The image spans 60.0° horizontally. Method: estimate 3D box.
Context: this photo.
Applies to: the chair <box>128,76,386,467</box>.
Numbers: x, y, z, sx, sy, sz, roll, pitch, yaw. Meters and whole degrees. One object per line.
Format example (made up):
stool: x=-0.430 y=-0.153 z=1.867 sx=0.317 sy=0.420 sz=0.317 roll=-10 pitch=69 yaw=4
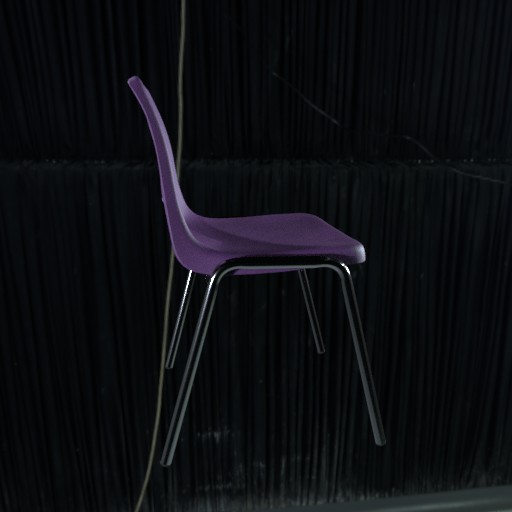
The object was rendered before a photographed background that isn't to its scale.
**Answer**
chair: x=0.000 y=0.000 z=0.883 sx=0.432 sy=0.654 sz=0.381 roll=-3 pitch=16 yaw=-9
